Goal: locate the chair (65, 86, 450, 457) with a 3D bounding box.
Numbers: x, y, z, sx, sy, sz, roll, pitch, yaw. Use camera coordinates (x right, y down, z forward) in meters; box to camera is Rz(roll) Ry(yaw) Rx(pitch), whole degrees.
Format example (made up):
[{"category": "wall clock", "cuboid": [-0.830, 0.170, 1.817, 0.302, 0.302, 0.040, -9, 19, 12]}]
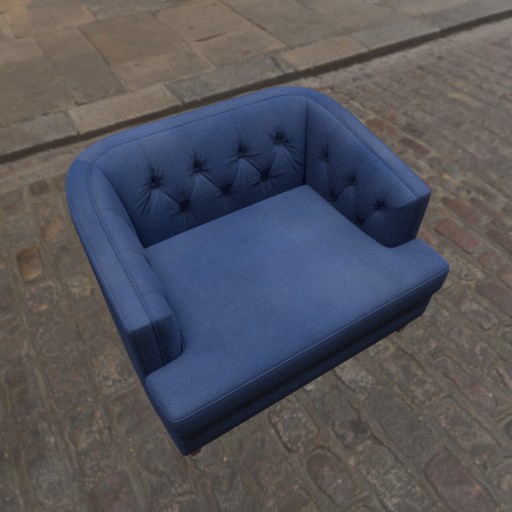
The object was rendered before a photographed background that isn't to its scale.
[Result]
[{"category": "chair", "cuboid": [0.000, 0.000, 1.683, 1.118, 0.787, 0.914, -24, 52, -21]}]
